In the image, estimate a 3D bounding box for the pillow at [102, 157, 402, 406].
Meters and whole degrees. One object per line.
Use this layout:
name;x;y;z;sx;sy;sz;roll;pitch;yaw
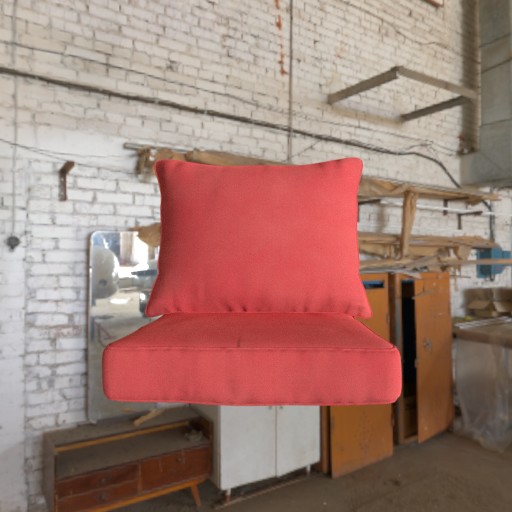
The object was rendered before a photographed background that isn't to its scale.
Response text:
pillow;0.000;0.000;1.349;0.798;0.725;0.733;0;0;2
